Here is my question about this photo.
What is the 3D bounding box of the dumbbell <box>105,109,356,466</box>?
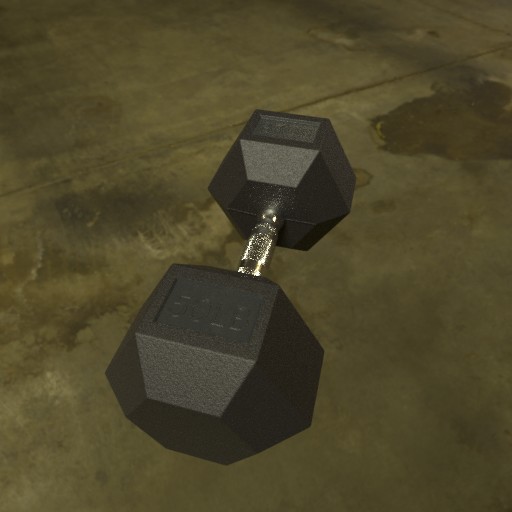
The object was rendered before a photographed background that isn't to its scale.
[{"bbox_3d":[0.000,0.000,0.459,0.173,0.150,0.384,11,47,10],"label":"dumbbell"}]
